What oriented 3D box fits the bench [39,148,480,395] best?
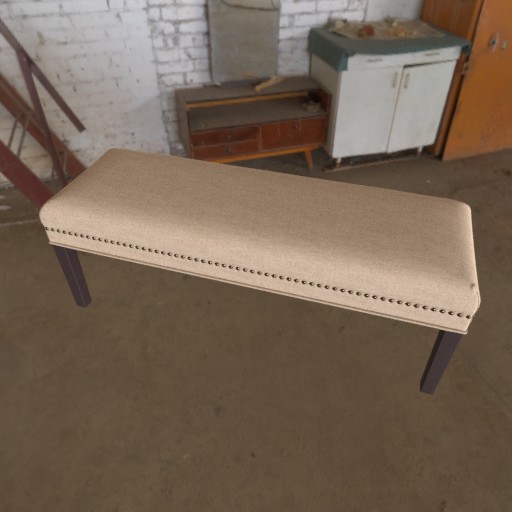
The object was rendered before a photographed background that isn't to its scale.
[{"bbox_3d":[0.000,0.000,1.420,1.219,0.457,0.410,11,42,13],"label":"bench"}]
